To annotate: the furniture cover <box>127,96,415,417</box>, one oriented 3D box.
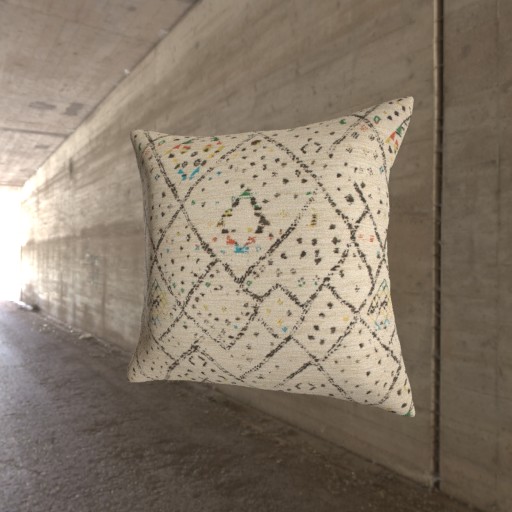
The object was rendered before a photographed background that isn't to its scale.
[{"bbox_3d":[0.000,0.000,0.775,0.525,0.498,0.180,0,1,19],"label":"furniture cover"}]
